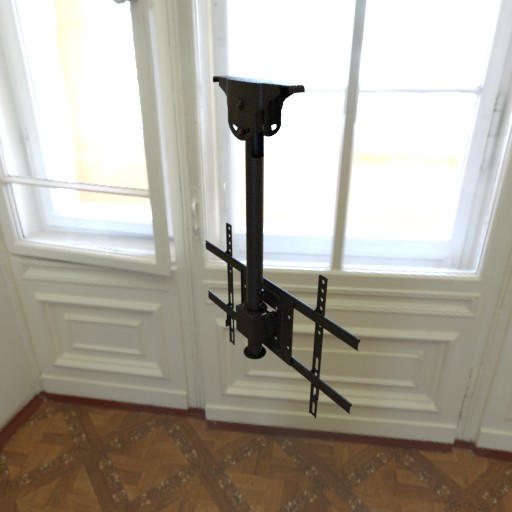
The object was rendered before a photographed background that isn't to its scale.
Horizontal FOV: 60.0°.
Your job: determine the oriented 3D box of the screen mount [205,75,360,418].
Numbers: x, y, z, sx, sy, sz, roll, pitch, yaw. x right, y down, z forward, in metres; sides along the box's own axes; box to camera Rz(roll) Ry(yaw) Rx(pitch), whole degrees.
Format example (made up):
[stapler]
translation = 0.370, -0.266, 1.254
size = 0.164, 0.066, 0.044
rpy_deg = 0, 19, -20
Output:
[screen mount]
translation = 0.000, 0.000, 1.046
size = 0.090, 0.775, 0.595
rpy_deg = -18, 32, -32
